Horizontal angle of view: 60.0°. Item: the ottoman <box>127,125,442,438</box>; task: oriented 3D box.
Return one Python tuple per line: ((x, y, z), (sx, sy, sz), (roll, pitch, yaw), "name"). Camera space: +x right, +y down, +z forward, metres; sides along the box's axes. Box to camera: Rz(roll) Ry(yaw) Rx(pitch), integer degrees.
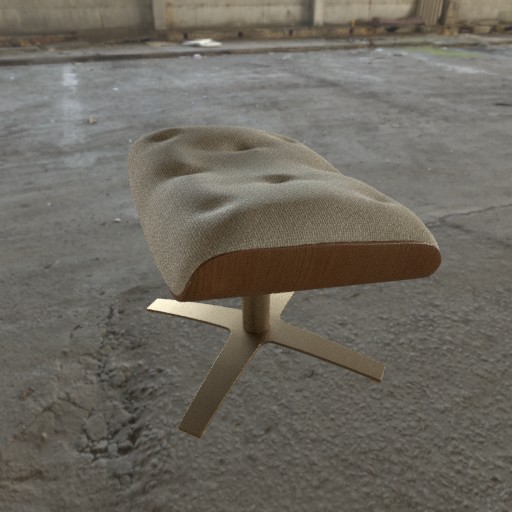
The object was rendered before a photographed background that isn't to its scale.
((0.000, 0.000, 0.817), (0.394, 0.391, 0.520), (-11, 32, -18), "ottoman")
